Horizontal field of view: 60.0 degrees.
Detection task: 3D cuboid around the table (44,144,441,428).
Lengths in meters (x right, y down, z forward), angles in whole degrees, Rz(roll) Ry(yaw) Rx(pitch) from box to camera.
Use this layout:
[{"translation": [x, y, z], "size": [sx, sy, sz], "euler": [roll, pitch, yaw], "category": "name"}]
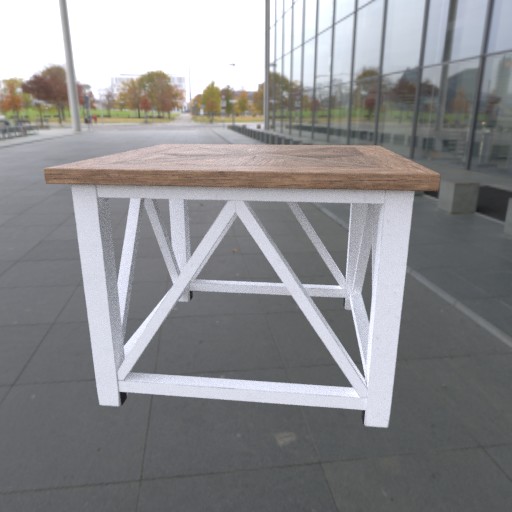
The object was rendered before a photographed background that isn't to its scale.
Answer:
[{"translation": [0.000, 0.000, 1.182], "size": [0.700, 0.532, 0.700], "euler": [2, 18, 7], "category": "table"}]
